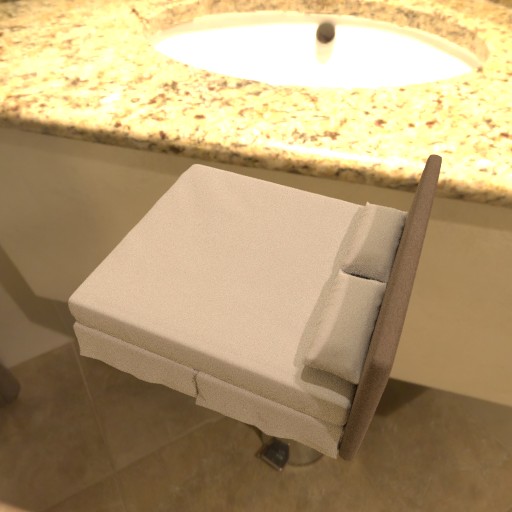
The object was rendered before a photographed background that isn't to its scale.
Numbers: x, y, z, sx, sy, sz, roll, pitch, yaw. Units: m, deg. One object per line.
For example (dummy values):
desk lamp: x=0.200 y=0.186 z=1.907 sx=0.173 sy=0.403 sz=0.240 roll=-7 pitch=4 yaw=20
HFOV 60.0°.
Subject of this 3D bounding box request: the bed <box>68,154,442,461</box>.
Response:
bed: x=0.000 y=0.000 z=3.572 sx=2.341 sy=1.317 sz=2.119 roll=17 pitch=48 yaw=16
